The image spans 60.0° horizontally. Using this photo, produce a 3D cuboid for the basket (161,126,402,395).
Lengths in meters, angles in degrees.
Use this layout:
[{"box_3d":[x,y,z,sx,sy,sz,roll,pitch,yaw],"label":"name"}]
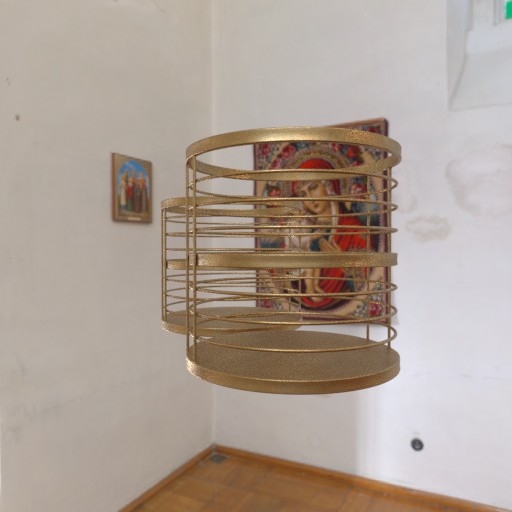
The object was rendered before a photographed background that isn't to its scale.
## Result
[{"box_3d":[0.000,0.000,0.941,0.356,0.351,0.746,0,1,-18],"label":"basket"}]
